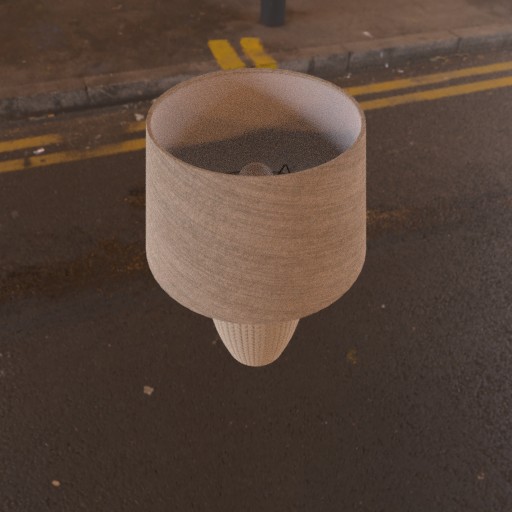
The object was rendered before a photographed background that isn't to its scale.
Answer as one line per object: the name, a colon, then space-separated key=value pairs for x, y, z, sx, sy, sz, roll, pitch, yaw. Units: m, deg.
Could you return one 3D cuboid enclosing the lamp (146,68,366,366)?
lamp: x=0.000 y=0.000 z=0.836 sx=0.390 sy=0.580 sz=0.390 roll=0 pitch=46 yaw=0
